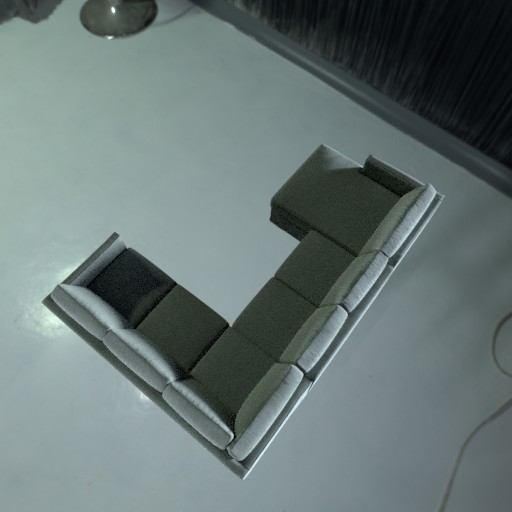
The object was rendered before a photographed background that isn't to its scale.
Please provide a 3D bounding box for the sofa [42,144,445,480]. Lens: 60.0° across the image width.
[{"bbox_3d":[0.000,0.000,4.620,2.440,0.869,3.434,35,68,16],"label":"sofa"}]
